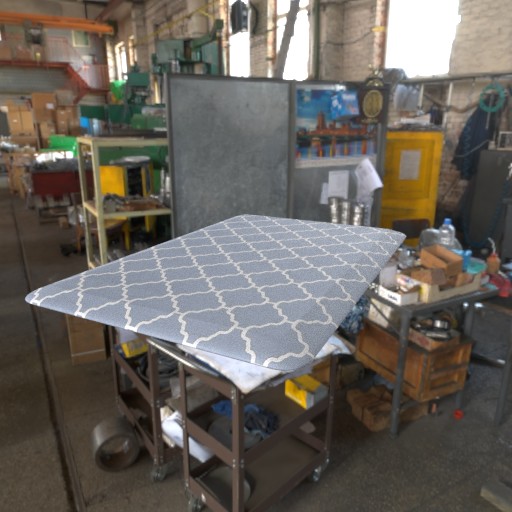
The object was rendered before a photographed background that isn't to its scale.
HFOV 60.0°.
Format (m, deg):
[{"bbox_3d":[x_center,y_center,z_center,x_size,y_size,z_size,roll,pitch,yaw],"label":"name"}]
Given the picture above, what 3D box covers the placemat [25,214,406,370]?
[{"bbox_3d":[0.000,0.000,0.947,0.508,0.021,0.762,8,19,26],"label":"placemat"}]
